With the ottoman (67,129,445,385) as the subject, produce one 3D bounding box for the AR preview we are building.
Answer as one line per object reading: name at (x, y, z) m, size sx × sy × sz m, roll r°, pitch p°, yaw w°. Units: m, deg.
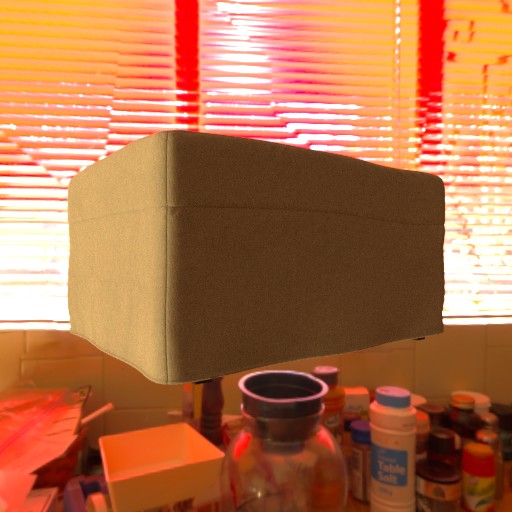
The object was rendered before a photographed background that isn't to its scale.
ottoman at (0.000, 0.000, 1.207) m, size 0.833 × 0.461 × 0.648 m, roll 0°, pitch 1°, yaw -36°
